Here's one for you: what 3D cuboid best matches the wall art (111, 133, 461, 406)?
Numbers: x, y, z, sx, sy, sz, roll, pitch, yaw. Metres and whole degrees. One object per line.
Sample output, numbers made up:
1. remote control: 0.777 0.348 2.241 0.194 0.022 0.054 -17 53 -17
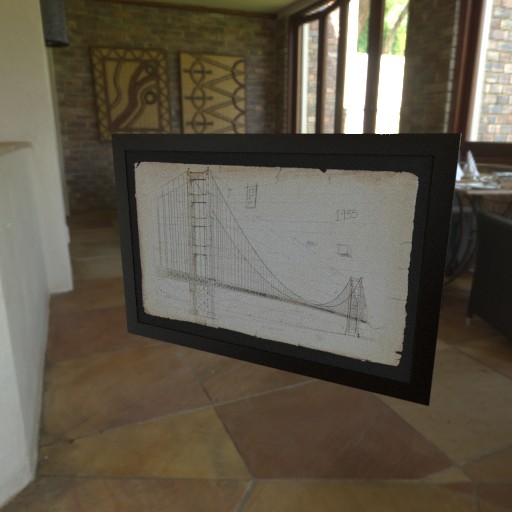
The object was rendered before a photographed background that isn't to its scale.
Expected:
1. wall art: 0.000 0.000 0.839 0.660 0.447 0.013 7 17 25
